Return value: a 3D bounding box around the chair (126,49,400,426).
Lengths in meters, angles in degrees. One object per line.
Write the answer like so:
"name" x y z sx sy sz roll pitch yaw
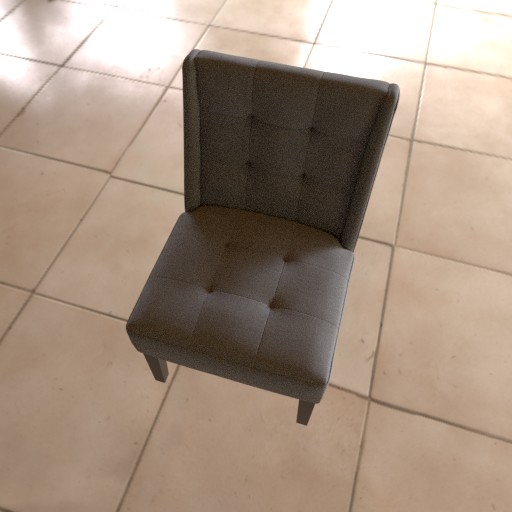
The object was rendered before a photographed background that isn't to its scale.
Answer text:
"chair" 0.000 0.000 1.311 0.569 0.853 0.676 14 58 9
